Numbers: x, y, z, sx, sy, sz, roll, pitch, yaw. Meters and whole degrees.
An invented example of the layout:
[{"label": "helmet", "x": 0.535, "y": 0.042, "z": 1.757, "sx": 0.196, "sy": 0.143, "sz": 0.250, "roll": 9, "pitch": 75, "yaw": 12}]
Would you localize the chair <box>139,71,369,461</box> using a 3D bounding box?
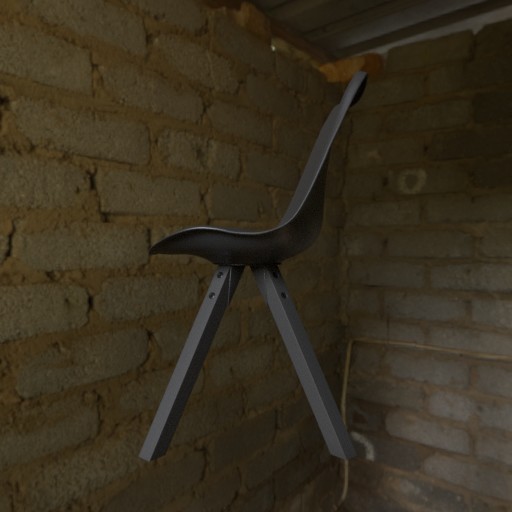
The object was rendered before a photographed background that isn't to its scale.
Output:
[{"label": "chair", "x": 0.000, "y": 0.000, "z": 1.137, "sx": 0.530, "sy": 0.850, "sz": 0.485, "roll": 0, "pitch": 1, "yaw": -1}]
